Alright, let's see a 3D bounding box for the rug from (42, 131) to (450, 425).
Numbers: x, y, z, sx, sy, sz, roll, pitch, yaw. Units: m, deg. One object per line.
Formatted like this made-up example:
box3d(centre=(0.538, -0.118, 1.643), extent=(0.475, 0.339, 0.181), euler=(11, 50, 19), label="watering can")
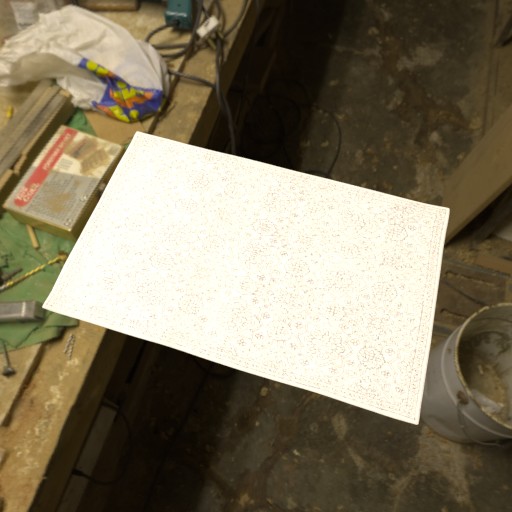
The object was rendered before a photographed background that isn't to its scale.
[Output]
box3d(centre=(0.000, 0.000, 3.013), extent=(2.434, 0.023, 1.518), euler=(16, 66, 7), label="rug")
